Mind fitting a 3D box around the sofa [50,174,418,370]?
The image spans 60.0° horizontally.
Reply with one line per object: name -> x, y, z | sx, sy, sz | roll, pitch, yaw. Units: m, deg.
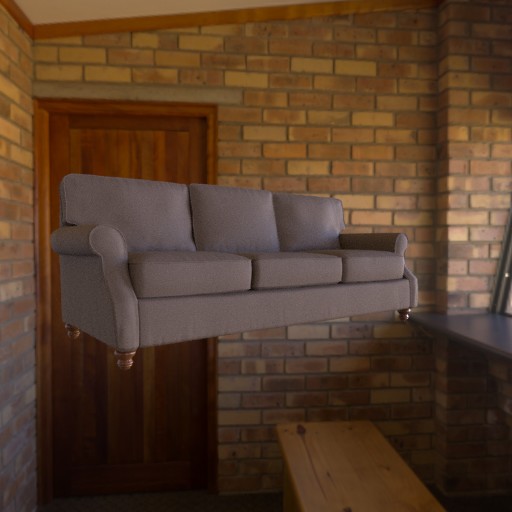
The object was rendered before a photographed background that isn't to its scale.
sofa -> 0.000, 0.000, 2.863 | 2.353, 0.948, 0.966 | -1, 2, -37
